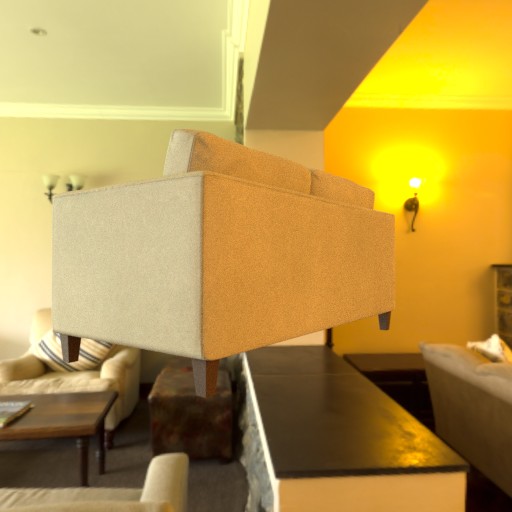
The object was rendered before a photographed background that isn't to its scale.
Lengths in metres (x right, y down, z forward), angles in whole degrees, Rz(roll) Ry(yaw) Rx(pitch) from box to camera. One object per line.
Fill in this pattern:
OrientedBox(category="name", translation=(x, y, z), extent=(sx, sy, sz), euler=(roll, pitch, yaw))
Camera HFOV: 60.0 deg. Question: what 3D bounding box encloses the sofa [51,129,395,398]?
OrientedBox(category="sofa", translation=(0.000, 0.000, 2.412), extent=(0.950, 0.940, 1.846), euler=(0, 0, 36))
